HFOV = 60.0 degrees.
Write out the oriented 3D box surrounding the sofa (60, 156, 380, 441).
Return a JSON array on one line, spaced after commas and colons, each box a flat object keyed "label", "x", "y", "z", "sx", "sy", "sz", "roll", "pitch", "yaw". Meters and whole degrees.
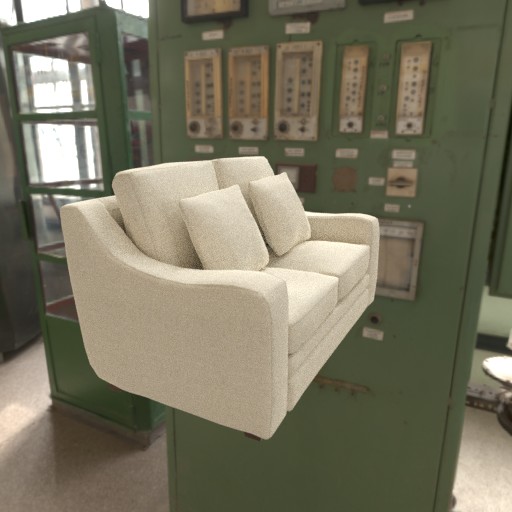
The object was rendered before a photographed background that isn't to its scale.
[{"label": "sofa", "x": 0.000, "y": 0.000, "z": 2.474, "sx": 1.040, "sy": 1.047, "sz": 1.744, "roll": 8, "pitch": 17, "yaw": 27}]
